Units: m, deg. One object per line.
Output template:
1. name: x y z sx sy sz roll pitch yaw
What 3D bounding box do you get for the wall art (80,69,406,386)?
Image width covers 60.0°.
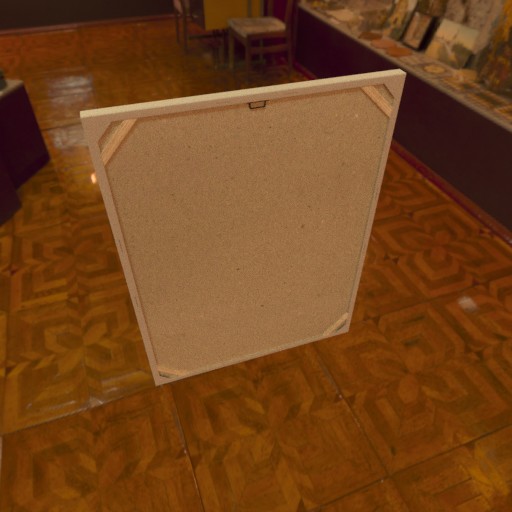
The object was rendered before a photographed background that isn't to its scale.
1. wall art: 0.000 0.000 1.607 0.914 1.212 0.038 -13 44 -14
